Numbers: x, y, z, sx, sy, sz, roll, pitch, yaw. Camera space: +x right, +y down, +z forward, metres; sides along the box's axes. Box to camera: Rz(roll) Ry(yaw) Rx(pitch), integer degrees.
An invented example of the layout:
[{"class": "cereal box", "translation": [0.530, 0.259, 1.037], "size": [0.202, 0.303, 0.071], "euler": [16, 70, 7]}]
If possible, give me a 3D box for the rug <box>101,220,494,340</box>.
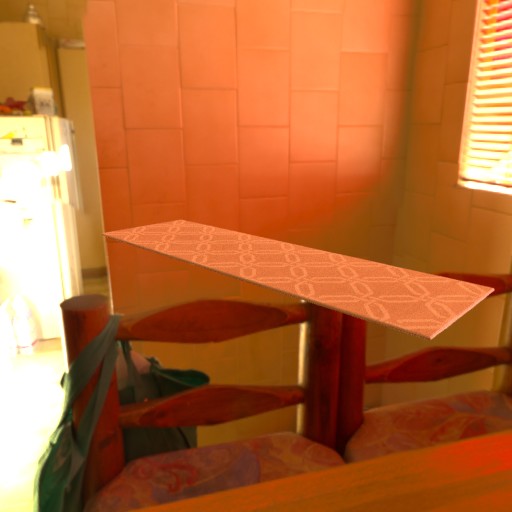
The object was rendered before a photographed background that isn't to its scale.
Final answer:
[{"class": "rug", "translation": [0.000, 0.000, 2.483], "size": [2.276, 0.014, 0.678], "euler": [15, 21, 42]}]
